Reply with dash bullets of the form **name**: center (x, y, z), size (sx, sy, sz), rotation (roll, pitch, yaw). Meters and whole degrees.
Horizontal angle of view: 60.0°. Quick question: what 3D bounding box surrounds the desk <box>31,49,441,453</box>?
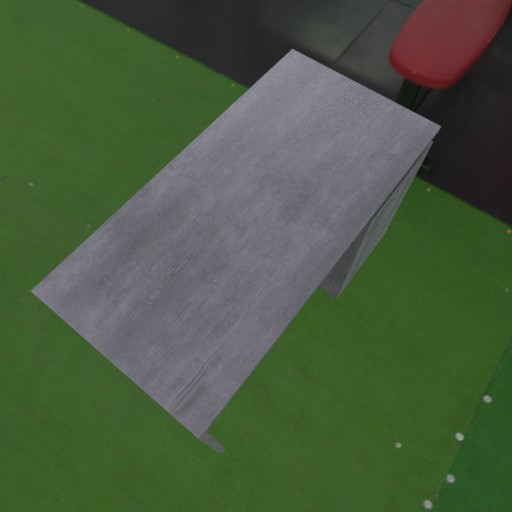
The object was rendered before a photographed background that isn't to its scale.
- **desk**: center (0.000, 0.000, 1.650), size (0.600, 0.740, 1.200), rotation (35, 69, 16)
